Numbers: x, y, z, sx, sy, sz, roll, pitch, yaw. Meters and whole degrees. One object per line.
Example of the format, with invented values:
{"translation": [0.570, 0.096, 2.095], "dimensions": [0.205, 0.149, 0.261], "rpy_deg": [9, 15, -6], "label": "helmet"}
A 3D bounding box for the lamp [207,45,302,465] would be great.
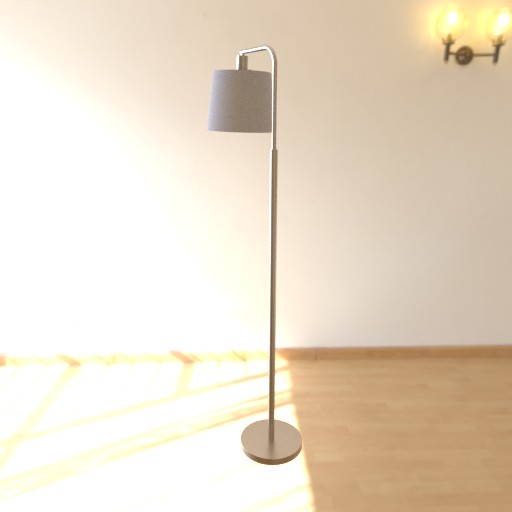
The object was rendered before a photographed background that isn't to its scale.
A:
{"translation": [0.000, 0.000, 1.684], "dimensions": [0.254, 1.478, 0.508], "rpy_deg": [-7, 16, -26], "label": "lamp"}
